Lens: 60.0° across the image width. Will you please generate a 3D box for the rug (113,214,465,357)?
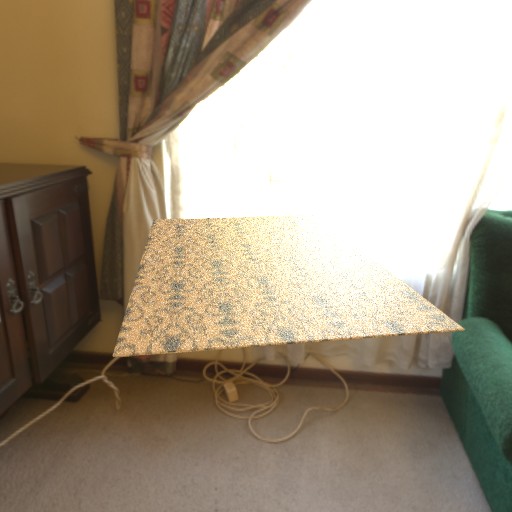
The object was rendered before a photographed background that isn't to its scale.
[{"bbox_3d":[0.000,0.000,2.044,1.035,0.006,1.652,-3,18,-8],"label":"rug"}]
